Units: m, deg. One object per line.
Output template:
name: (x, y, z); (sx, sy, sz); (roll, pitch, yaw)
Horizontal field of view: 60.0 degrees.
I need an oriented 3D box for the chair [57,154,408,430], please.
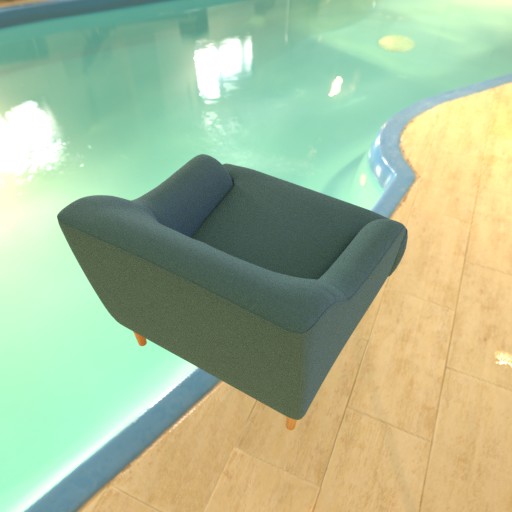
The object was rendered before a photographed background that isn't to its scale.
chair: (0.000, 0.000, 1.683); (0.946, 0.818, 0.951); (23, 51, 20)
